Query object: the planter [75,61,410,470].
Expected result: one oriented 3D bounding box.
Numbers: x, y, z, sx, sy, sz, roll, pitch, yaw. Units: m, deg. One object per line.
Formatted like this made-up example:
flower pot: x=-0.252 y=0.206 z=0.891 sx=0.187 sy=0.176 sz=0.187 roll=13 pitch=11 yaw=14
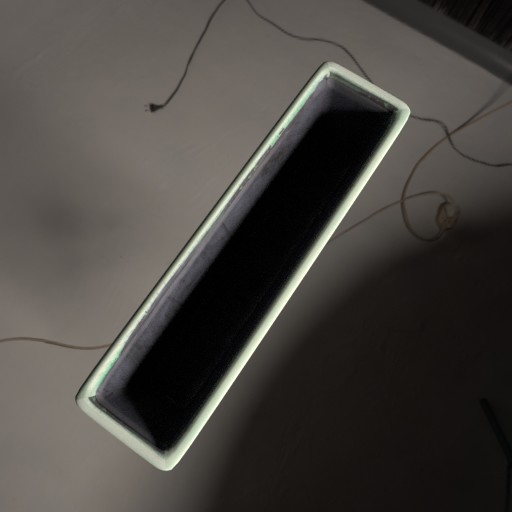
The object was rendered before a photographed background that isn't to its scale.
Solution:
planter: x=0.000 y=0.000 z=0.308 sx=0.072 sy=0.072 sz=0.275 roll=34 pitch=79 yaw=8
